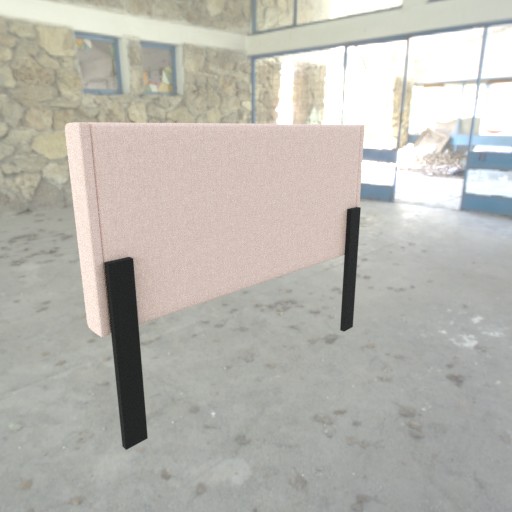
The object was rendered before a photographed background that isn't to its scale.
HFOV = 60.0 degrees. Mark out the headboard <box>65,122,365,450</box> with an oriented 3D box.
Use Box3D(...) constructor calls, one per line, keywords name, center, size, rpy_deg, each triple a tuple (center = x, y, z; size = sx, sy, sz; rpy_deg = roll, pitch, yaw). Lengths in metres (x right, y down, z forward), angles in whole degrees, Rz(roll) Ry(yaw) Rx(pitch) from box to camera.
Box3D(name="headboard", center=(0.000, 0.000, 2.666), size=(2.051, 1.524, 0.184), rpy_deg=(-15, 22, -43))
